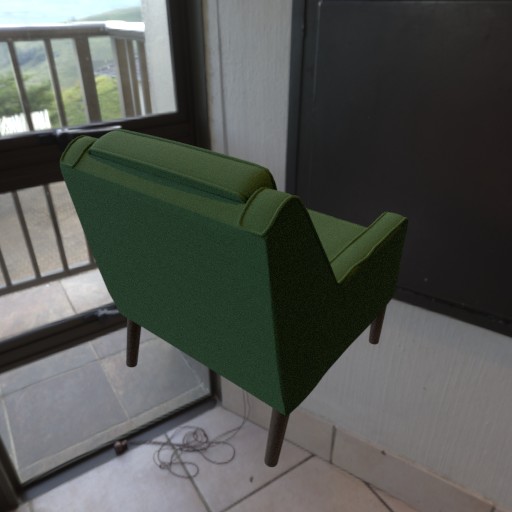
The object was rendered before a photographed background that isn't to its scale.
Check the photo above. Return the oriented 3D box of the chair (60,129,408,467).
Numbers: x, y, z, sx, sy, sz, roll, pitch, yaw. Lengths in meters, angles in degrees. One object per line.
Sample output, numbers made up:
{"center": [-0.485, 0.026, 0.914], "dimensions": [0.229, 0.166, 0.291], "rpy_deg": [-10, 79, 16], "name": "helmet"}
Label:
{"center": [0.000, 0.000, 1.321], "dimensions": [0.663, 0.792, 0.743], "rpy_deg": [22, 37, 33], "name": "chair"}
